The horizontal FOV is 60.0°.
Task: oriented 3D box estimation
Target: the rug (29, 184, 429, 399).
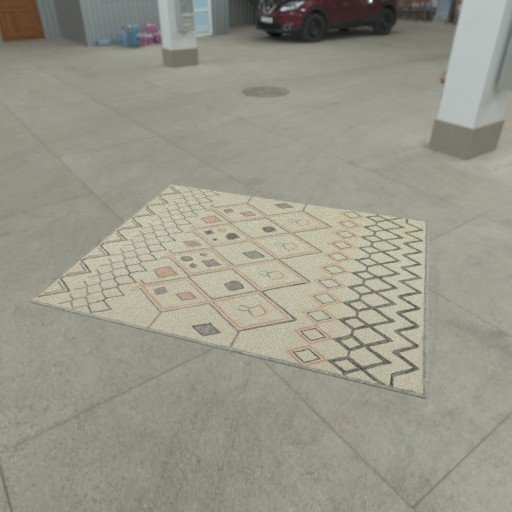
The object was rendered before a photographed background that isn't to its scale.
[{"bbox_3d":[0.000,0.000,4.126,3.050,0.016,2.441,10,34,15],"label":"rug"}]
